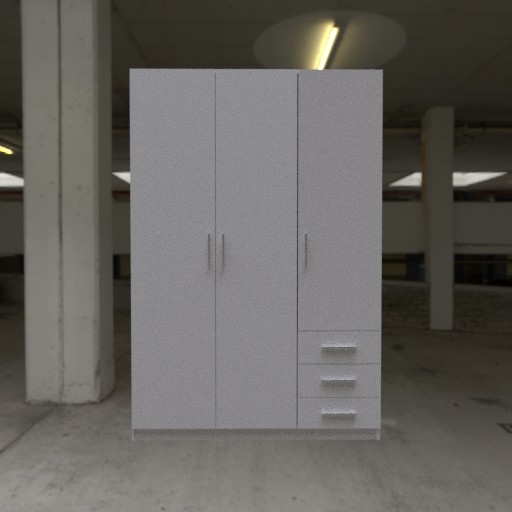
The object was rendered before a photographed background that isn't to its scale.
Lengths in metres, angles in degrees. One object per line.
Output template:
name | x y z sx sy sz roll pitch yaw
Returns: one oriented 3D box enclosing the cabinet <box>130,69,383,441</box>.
cabinet | 0.000 0.000 2.513 1.290 1.910 0.510 0 1 -1
